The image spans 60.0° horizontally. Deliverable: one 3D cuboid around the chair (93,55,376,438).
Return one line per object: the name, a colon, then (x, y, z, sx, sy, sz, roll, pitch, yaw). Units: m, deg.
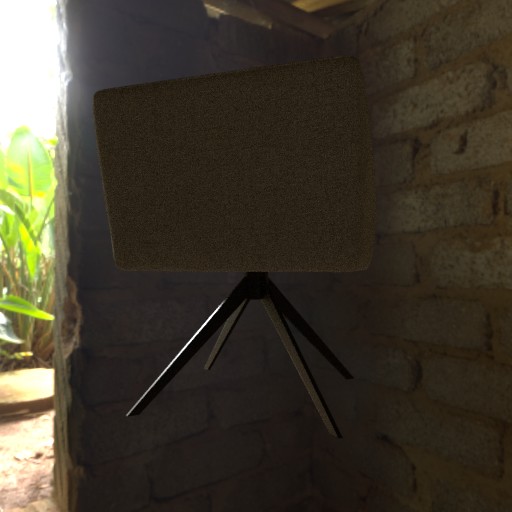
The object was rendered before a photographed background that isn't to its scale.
chair: (0.000, 0.000, 1.223, 0.628, 0.760, 0.623, 0, -1, 18)
